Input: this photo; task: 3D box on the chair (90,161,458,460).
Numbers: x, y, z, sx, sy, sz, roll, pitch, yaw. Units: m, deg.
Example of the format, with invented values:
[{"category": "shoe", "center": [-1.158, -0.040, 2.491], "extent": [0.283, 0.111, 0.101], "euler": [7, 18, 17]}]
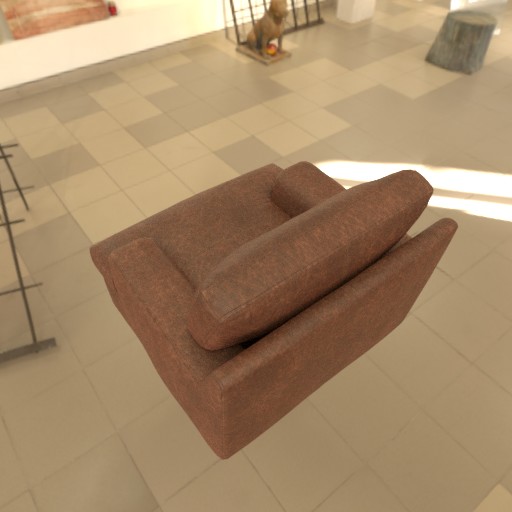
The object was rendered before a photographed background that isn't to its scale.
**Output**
[{"category": "chair", "center": [0.000, 0.000, 1.967], "extent": [1.168, 0.939, 1.143], "euler": [-29, 53, -25]}]
